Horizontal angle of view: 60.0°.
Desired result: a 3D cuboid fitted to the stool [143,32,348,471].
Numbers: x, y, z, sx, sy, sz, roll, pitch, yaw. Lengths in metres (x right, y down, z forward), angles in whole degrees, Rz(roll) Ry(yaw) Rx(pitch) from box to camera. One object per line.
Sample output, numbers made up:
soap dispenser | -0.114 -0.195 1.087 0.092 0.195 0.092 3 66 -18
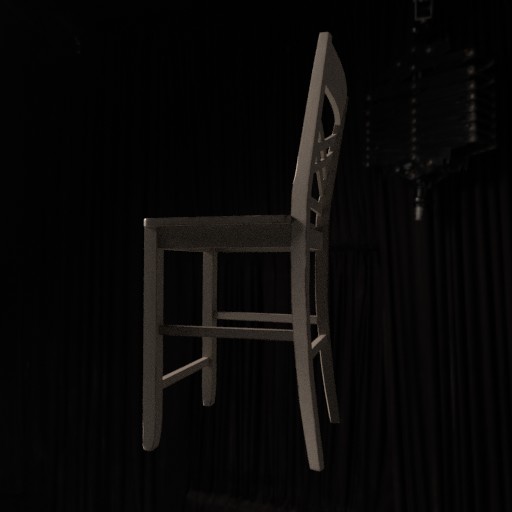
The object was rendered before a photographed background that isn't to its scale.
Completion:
stool | 0.000 0.000 1.354 0.539 1.079 0.462 0 -1 17
